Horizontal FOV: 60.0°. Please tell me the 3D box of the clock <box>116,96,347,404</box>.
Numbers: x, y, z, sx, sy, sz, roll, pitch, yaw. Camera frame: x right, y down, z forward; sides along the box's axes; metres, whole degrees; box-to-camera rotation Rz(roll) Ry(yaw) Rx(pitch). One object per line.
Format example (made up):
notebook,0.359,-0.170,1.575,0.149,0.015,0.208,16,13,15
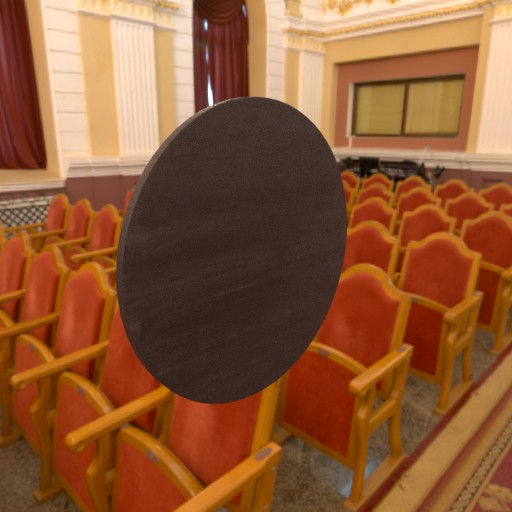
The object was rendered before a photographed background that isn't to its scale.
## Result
clock,0.000,0.000,0.881,0.595,0.595,0.029,-15,21,-43
